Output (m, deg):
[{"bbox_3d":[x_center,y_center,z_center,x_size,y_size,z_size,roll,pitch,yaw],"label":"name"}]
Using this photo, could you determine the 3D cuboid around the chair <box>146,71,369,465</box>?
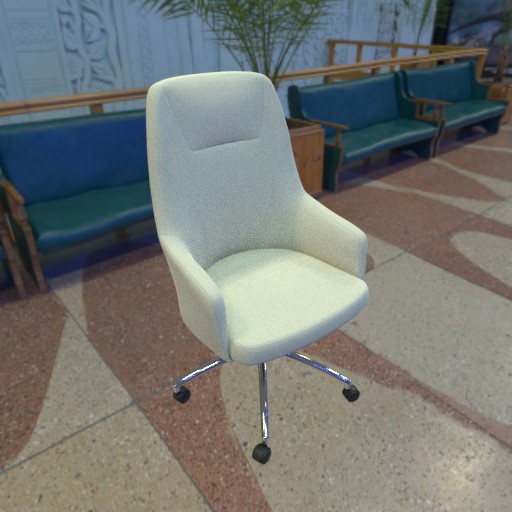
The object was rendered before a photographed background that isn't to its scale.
[{"bbox_3d":[0.000,0.000,1.431,0.620,1.049,0.640,-21,35,-32],"label":"chair"}]
